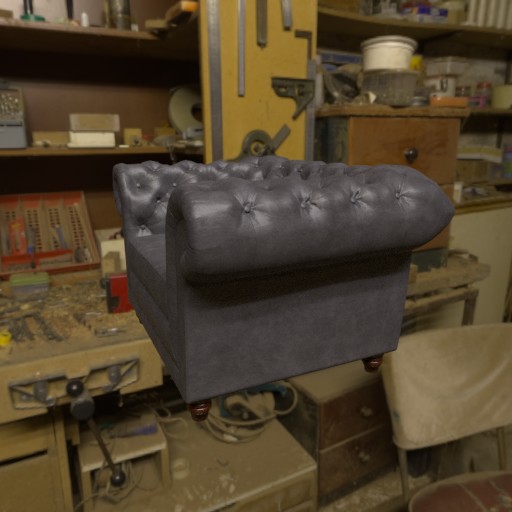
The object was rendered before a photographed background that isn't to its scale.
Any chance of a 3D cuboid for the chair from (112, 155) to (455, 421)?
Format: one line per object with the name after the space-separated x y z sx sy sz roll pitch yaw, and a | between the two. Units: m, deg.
0.000 0.000 1.849 0.943 0.780 1.298 -7 17 -24 | chair
